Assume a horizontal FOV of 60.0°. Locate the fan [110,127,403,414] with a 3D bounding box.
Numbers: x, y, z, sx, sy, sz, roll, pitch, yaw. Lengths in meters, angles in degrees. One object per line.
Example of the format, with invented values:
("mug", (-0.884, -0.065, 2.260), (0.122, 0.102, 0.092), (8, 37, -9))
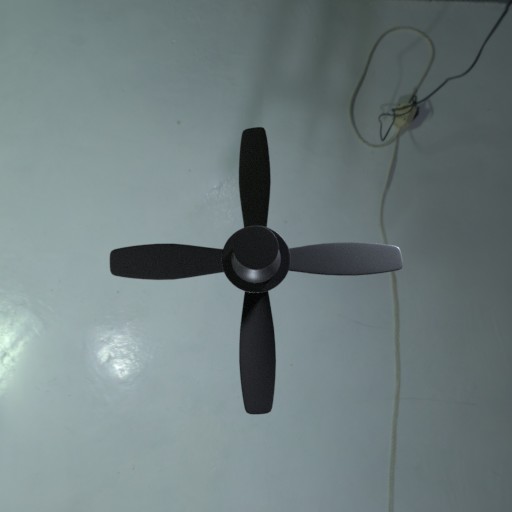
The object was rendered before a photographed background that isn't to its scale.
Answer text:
("fan", (0.000, 0.000, 2.469), (1.694, 0.382, 1.694), (-1, 77, 0))
